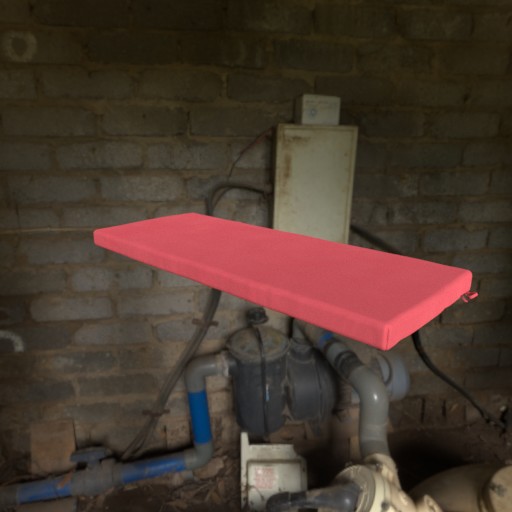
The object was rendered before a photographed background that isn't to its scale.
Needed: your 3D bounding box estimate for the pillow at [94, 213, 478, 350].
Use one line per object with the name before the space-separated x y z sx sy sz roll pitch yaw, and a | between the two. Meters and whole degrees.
pillow | 0.000 0.000 1.370 1.187 0.081 0.492 15 22 41
